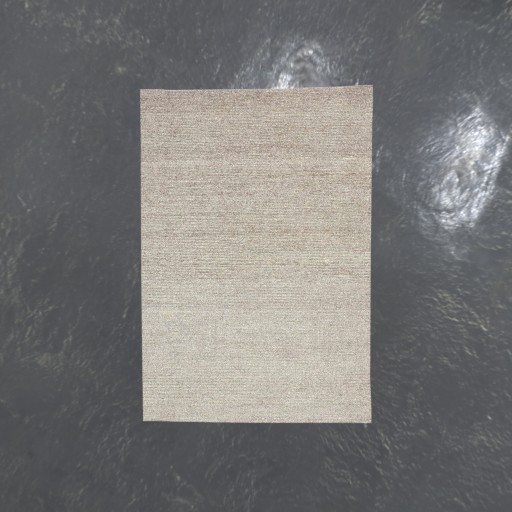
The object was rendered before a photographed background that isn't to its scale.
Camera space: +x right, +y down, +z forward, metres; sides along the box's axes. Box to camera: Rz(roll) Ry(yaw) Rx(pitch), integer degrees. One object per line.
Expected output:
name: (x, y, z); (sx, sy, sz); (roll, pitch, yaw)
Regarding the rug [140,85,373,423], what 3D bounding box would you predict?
rug: (0.000, 0.000, 3.080); (1.609, 0.030, 2.342); (0, 91, 1)
